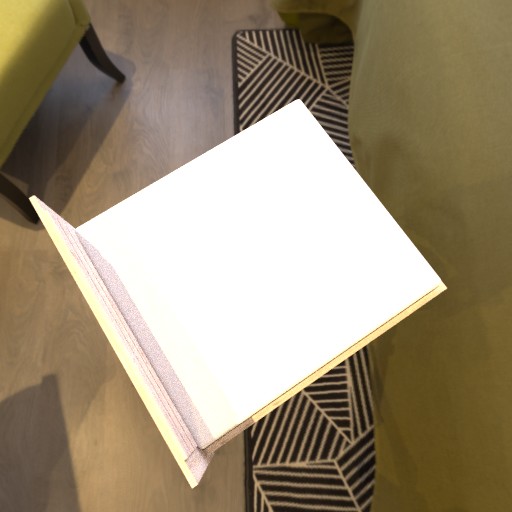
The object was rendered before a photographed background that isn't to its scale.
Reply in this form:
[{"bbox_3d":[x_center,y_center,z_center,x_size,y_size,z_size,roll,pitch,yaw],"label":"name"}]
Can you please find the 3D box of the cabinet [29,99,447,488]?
[{"bbox_3d":[0.000,0.000,3.131,2.080,0.970,1.950,-32,77,-8],"label":"cabinet"}]
